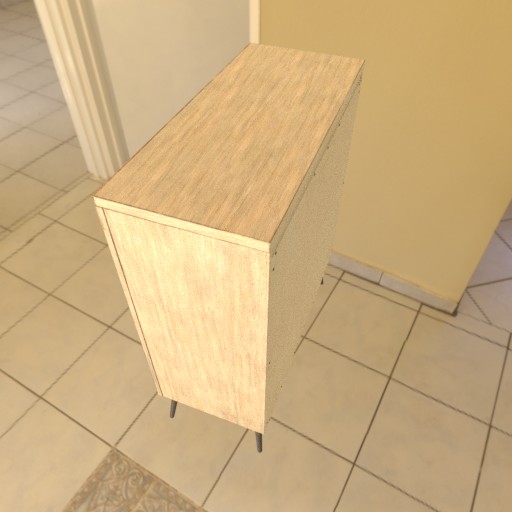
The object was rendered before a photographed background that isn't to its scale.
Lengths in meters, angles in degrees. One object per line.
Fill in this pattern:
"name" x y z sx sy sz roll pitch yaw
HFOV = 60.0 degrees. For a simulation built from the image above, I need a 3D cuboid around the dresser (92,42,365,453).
"dresser" 0.000 0.000 1.757 0.457 1.219 1.016 15 48 14
